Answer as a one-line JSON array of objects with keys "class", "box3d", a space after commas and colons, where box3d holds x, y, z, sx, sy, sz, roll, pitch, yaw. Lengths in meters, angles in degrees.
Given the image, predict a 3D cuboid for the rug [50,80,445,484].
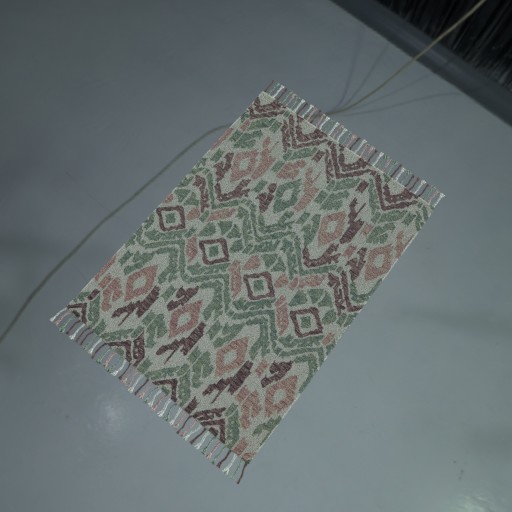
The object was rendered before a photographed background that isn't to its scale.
[{"class": "rug", "box3d": [0.000, 0.000, 2.321, 1.219, 0.010, 1.829, 37, 78, 9]}]
